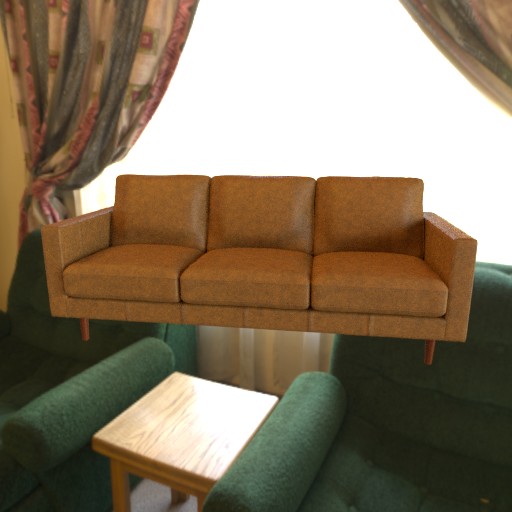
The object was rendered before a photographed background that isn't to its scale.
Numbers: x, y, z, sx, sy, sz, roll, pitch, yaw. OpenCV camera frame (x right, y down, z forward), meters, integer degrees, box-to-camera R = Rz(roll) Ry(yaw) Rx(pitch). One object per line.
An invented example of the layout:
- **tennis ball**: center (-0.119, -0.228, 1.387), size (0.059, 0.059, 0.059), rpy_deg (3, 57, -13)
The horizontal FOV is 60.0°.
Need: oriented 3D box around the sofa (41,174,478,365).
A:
- **sofa**: center (0.000, 0.000, 2.679), size (2.231, 0.930, 0.903), rpy_deg (2, 14, 8)
